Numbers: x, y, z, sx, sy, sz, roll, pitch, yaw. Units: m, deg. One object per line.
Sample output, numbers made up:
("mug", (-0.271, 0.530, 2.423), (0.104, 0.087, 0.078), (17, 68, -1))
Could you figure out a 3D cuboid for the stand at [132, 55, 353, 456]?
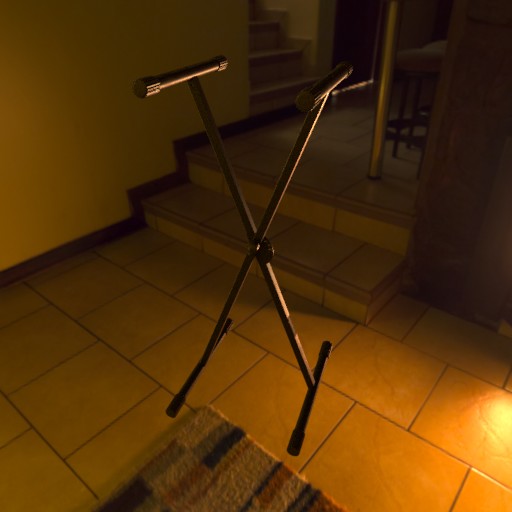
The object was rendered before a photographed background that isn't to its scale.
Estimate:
("stand", (0.000, 0.000, 1.197), (0.409, 0.940, 0.449), (10, 33, 17))
